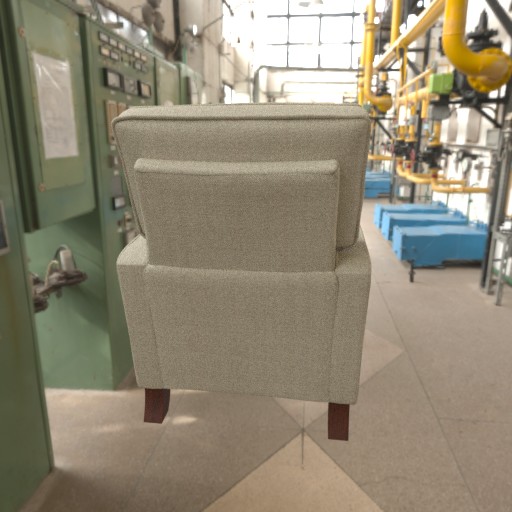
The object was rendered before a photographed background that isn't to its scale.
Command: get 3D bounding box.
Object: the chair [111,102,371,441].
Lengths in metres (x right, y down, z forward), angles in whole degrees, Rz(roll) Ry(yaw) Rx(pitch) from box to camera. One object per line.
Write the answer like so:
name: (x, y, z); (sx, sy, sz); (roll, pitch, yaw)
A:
chair: (0.000, 0.000, 1.410); (0.648, 0.888, 0.754); (2, 15, 8)
